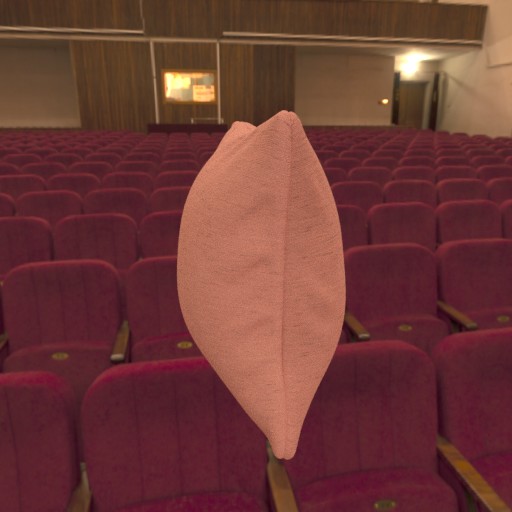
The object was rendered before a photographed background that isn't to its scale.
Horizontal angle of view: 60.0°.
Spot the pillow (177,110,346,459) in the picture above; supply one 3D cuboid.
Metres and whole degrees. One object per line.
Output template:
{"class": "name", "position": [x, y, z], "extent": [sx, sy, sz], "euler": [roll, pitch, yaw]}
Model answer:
{"class": "pillow", "position": [0.000, 0.000, 0.693], "extent": [0.246, 0.415, 0.432], "euler": [-3, 16, -9]}
